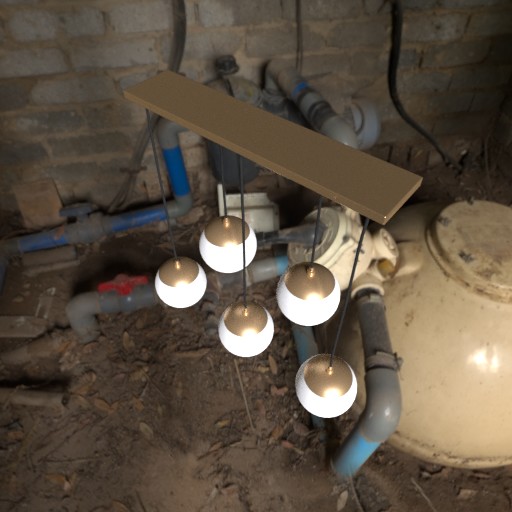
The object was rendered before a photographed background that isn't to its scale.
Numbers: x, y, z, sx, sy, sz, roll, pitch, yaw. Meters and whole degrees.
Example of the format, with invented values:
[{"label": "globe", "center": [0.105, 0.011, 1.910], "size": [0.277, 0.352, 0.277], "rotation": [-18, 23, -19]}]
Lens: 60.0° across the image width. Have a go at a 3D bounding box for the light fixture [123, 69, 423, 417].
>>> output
[{"label": "light fixture", "center": [0.000, 0.000, 1.346], "size": [0.863, 0.869, 0.299], "rotation": [31, 55, 26]}]
